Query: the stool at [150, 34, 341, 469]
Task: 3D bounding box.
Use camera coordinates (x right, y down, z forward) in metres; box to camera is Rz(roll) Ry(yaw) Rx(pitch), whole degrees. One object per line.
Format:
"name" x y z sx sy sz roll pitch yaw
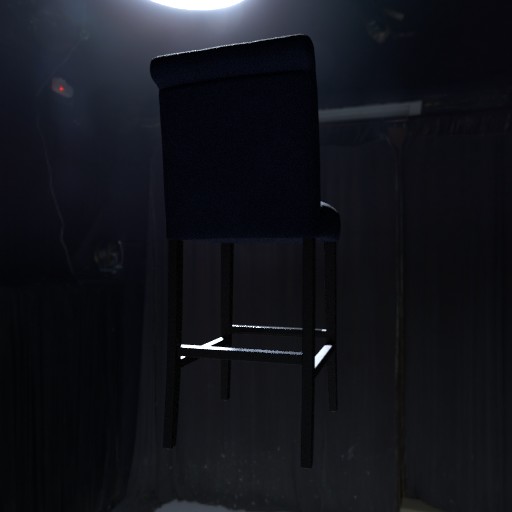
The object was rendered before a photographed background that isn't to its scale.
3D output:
"stool" 0.000 0.000 1.445 0.493 1.140 0.601 0 -1 18
